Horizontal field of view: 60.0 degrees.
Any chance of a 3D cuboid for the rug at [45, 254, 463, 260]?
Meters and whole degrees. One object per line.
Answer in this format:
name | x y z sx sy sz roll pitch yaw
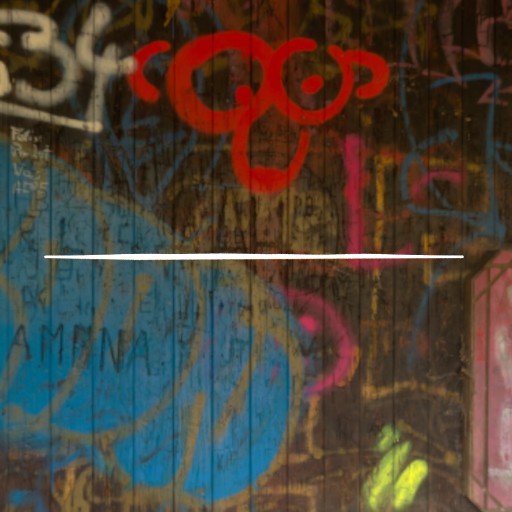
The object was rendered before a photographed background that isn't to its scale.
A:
rug | 0.000 0.000 3.128 2.438 0.026 1.706 0 0 -36
